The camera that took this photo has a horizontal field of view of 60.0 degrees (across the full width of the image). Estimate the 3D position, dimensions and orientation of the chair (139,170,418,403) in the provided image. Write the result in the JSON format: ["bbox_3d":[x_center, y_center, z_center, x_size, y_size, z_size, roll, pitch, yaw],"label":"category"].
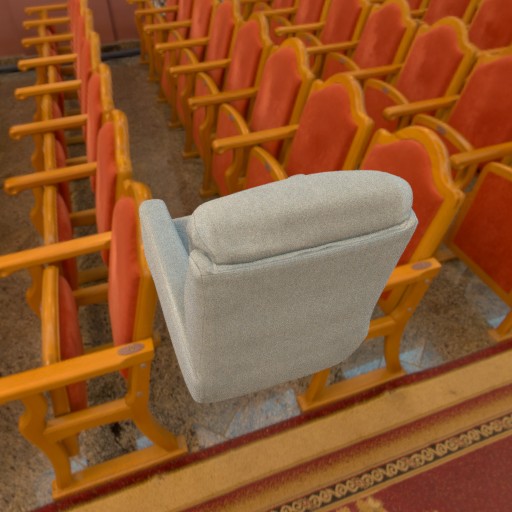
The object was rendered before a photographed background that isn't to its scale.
[{"bbox_3d":[0.000,0.000,1.698,0.794,1.016,0.940,-13,43,-14],"label":"chair"}]
